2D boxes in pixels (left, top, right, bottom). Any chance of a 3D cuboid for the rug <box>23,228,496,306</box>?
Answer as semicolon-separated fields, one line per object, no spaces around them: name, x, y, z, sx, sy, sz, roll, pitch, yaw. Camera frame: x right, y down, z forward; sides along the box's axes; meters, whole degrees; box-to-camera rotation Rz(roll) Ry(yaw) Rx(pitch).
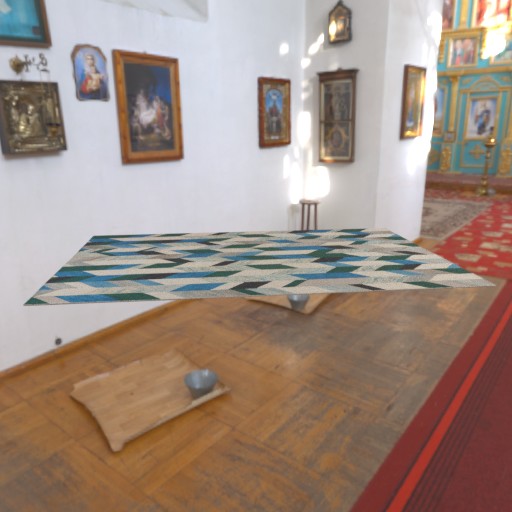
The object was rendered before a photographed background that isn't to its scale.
rug;0.000;0.000;2.966;2.433;0.007;1.507;-2;16;-7
